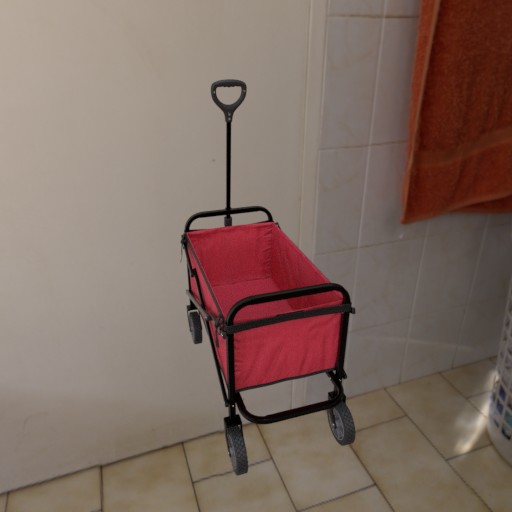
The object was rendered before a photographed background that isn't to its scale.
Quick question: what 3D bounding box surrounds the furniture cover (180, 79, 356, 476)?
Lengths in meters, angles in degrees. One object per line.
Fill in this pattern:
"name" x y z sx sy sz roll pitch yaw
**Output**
"furniture cover" 0.000 0.000 1.820 0.532 1.295 1.038 -8 28 -16
